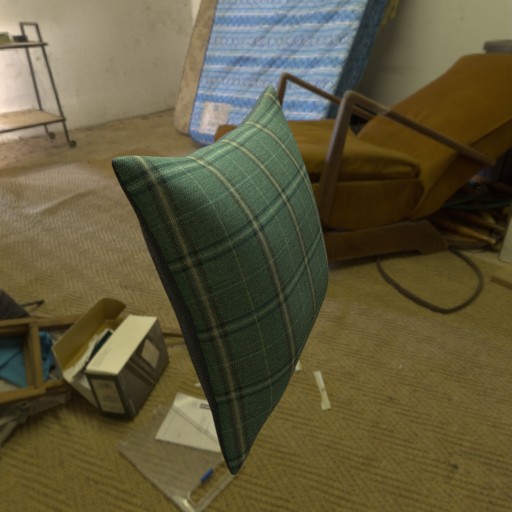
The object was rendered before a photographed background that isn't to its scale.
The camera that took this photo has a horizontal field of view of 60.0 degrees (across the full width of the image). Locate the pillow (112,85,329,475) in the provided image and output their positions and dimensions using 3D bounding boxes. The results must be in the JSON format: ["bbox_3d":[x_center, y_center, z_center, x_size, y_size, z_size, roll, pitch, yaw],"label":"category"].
[{"bbox_3d":[0.000,0.000,0.686,0.200,0.430,0.453,11,31,18],"label":"pillow"}]
